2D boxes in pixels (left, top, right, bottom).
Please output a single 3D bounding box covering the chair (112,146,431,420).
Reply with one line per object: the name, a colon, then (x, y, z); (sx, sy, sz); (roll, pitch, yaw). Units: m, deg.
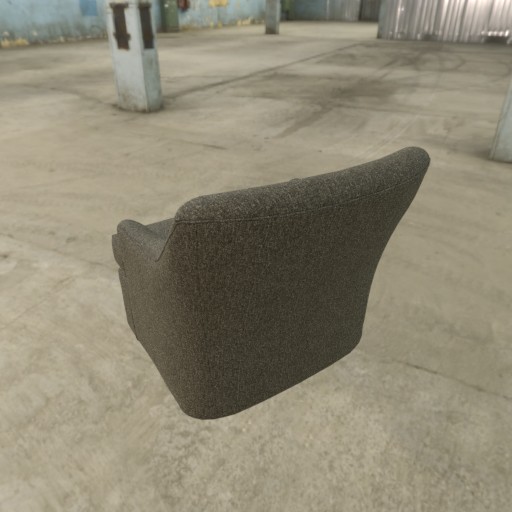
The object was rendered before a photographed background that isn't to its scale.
chair: (0.000, 0.000, 1.580); (0.864, 0.856, 0.923); (-19, 34, -30)
